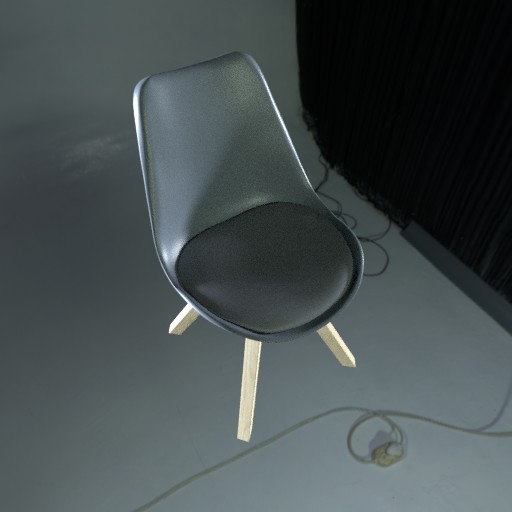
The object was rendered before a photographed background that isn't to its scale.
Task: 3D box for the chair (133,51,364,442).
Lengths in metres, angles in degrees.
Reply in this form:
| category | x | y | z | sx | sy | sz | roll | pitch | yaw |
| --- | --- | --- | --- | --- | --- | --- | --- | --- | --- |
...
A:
| category | x | y | z | sx | sy | sz | roll | pitch | yaw |
| --- | --- | --- | --- | --- | --- | --- | --- | --- | --- |
| chair | 0.000 | 0.000 | 1.184 | 0.485 | 0.850 | 0.550 | -27 | 53 | -23 |
